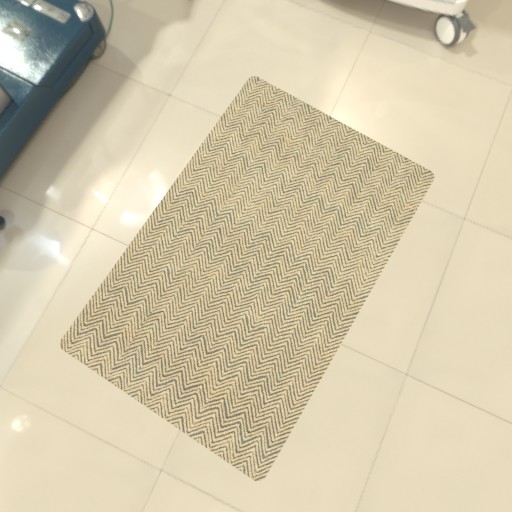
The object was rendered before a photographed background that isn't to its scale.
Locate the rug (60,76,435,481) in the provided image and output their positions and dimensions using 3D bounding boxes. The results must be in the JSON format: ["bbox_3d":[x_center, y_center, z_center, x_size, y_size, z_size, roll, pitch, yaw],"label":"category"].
[{"bbox_3d":[0.000,0.000,2.218,1.144,0.008,1.752,31,78,7],"label":"rug"}]
